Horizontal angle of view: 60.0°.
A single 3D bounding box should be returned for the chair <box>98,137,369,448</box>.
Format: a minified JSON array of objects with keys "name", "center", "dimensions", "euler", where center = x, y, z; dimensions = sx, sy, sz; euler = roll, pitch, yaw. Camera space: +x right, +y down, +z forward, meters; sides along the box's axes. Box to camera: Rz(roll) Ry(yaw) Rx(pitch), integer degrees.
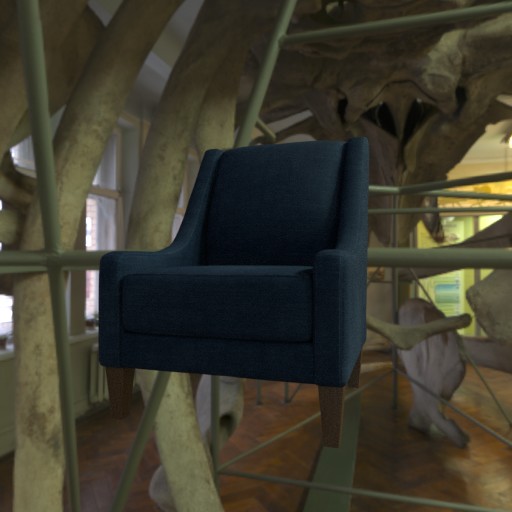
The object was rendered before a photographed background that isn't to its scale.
[{"name":"chair","center":[0.000,0.000,1.630],"dimensions":[0.774,1.014,0.870],"euler":[0,0,18]}]
